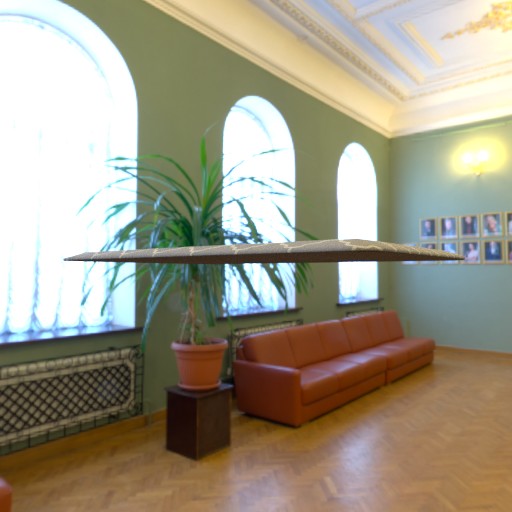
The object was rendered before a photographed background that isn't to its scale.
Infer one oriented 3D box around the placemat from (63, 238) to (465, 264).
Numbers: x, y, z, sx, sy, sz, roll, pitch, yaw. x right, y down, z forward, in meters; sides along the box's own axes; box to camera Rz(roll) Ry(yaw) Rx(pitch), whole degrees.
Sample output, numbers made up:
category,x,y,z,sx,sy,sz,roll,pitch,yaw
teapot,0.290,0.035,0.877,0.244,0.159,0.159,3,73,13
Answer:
category,x,y,z,sx,sy,sz,roll,pitch,yaw
placemat,0.000,0.000,0.982,0.762,0.021,0.508,-2,-3,38
